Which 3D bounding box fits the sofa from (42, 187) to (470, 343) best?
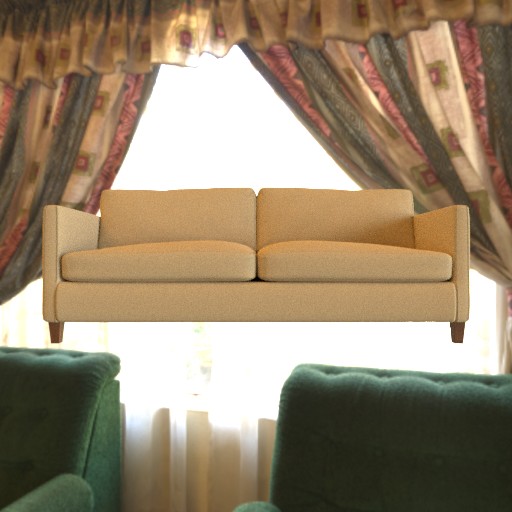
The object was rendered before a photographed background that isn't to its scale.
[{"bbox_3d":[0.000,0.000,2.865,2.361,0.968,0.951,0,0,0],"label":"sofa"}]
